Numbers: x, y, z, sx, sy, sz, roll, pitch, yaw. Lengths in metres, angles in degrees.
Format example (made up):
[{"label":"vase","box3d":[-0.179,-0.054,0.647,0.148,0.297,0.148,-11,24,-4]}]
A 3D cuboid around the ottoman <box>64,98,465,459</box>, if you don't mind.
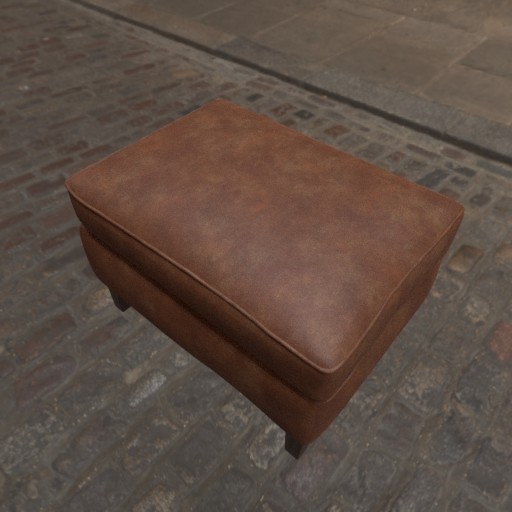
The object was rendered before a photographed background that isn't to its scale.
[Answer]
[{"label":"ottoman","box3d":[0.000,0.000,0.976,0.665,0.418,0.501,32,55,26]}]
